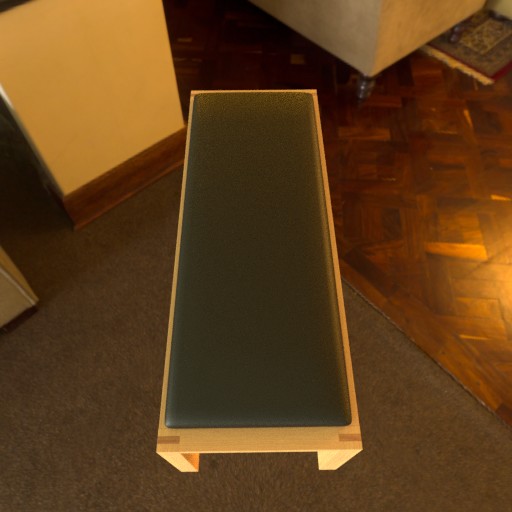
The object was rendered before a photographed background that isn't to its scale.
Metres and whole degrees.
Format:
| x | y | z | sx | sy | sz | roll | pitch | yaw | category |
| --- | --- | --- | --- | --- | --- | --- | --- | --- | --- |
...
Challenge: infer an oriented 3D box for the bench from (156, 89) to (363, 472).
| x | y | z | sx | sy | sz | roll | pitch | yaw | category |
| --- | --- | --- | --- | --- | --- | --- | --- | --- | --- |
| 0.000 | 0.000 | 1.422 | 0.450 | 0.430 | 1.202 | -1 | 58 | 0 | bench |
